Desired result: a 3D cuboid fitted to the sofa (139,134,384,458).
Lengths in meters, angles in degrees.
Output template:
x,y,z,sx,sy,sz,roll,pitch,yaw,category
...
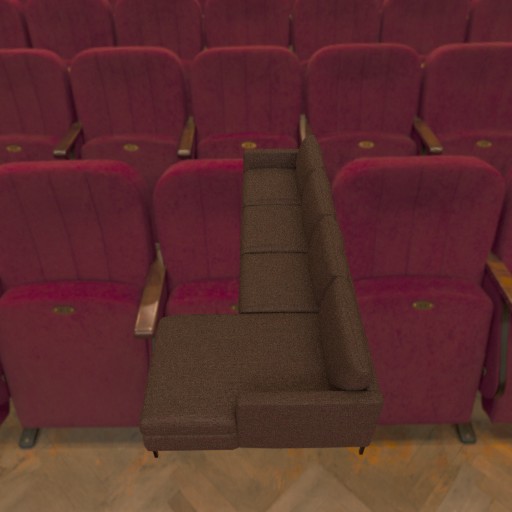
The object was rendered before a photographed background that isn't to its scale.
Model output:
x,y,z,sx,sy,sz,roll,pitch,yaw,category
0.000,0.000,3.899,1.483,0.892,3.221,0,41,0,sofa
